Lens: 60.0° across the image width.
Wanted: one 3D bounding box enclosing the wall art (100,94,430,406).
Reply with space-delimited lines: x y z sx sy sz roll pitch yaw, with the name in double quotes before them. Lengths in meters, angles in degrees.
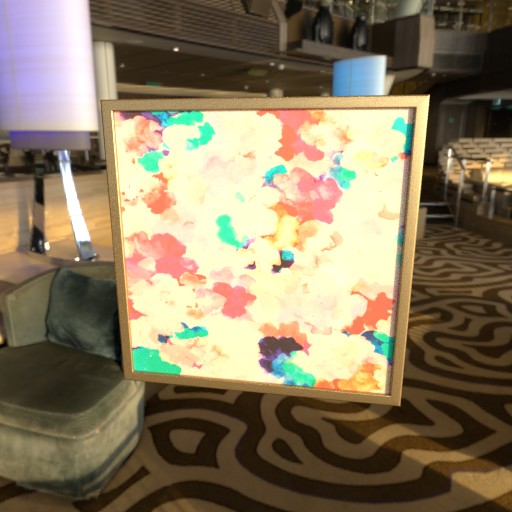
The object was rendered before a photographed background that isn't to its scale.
"wall art" 0.000 0.000 1.135 0.767 0.765 0.036 3 15 10
